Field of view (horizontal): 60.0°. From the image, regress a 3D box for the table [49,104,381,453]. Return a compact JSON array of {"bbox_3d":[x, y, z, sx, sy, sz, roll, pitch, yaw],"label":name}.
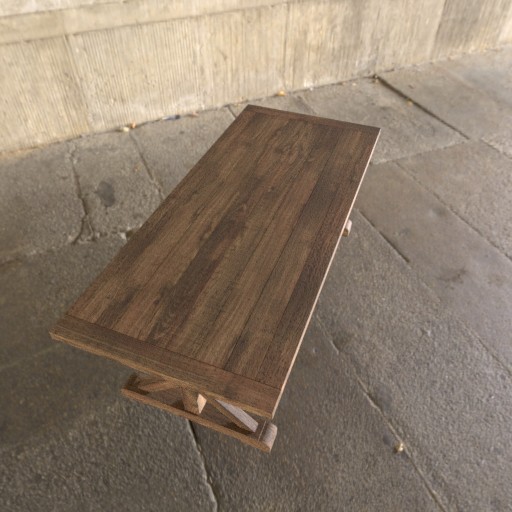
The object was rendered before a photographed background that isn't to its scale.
[{"bbox_3d":[0.000,0.000,2.503,0.907,0.733,2.031,15,47,15],"label":"table"}]
